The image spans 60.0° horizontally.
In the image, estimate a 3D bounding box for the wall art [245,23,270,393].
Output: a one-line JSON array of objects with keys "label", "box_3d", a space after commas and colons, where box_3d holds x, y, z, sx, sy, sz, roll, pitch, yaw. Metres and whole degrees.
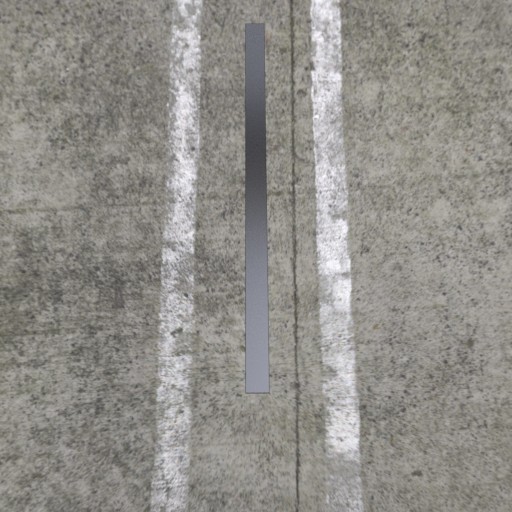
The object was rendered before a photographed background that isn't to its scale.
[{"label": "wall art", "box_3d": [0.000, 0.000, 1.387, 0.043, 1.046, 0.788, 0, 75, 0]}]
